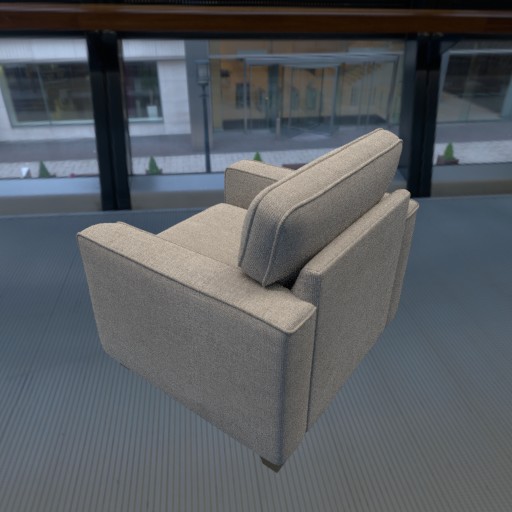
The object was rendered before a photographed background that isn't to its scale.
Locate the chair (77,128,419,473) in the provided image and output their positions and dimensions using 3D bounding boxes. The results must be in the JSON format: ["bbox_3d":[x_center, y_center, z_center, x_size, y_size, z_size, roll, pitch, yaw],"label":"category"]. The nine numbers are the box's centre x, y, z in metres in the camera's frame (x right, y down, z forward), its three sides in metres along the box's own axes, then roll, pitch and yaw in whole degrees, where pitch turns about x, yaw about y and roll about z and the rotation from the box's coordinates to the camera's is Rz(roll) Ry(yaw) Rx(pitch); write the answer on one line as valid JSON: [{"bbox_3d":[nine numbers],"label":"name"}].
[{"bbox_3d":[0.000,0.000,1.778,0.939,0.965,1.015,21,37,31],"label":"chair"}]
